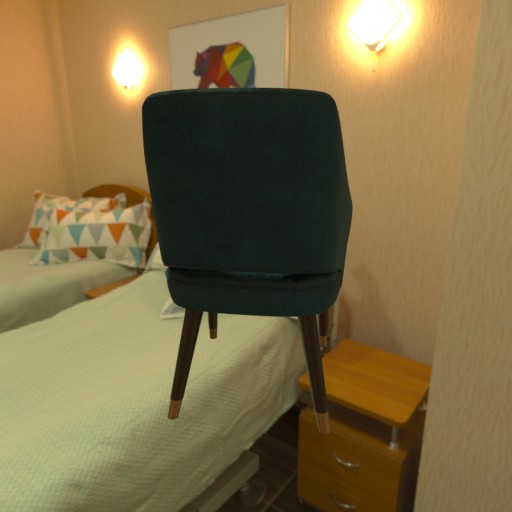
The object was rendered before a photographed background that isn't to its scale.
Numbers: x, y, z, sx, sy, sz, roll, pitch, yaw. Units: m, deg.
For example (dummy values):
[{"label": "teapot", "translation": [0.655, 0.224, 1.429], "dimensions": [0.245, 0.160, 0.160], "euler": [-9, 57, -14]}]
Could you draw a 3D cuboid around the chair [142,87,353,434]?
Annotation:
[{"label": "chair", "translation": [0.000, 0.000, 1.587], "dimensions": [0.683, 1.081, 0.794], "euler": [2, 17, 8]}]
